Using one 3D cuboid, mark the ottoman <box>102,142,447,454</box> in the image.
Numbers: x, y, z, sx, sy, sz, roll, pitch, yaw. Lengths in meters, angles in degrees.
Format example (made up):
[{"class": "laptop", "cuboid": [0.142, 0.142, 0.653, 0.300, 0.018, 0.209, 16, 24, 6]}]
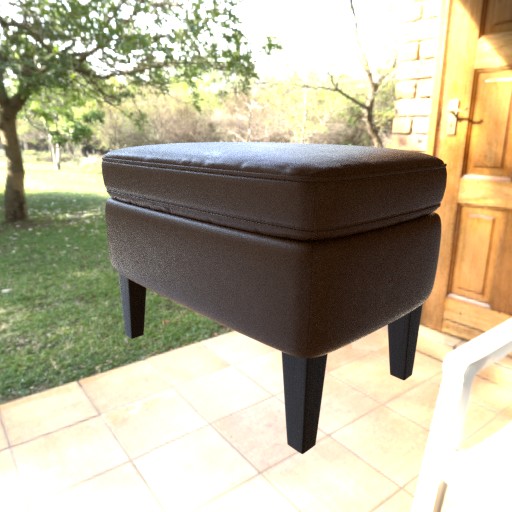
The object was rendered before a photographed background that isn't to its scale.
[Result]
[{"class": "ottoman", "cuboid": [0.000, 0.000, 0.970, 0.420, 0.480, 0.670, -14, 21, -41]}]
